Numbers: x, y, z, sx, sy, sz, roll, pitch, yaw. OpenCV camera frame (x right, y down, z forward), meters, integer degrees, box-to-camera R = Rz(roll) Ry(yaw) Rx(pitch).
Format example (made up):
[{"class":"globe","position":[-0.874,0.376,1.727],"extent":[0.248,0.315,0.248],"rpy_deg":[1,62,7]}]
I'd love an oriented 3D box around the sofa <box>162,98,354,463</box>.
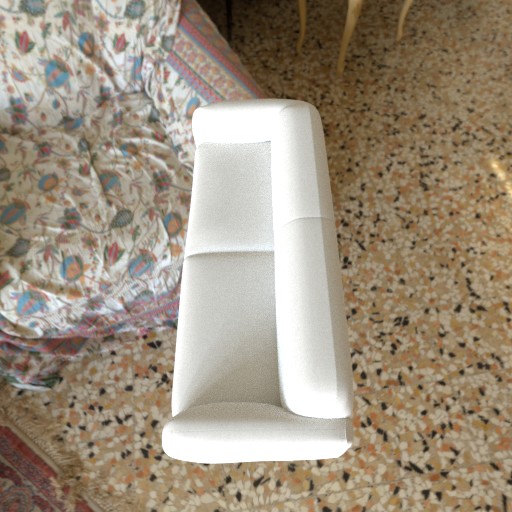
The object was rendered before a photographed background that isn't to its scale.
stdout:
[{"class":"sofa","position":[0.000,0.000,2.637],"extent":[0.880,0.780,2.257],"rpy_deg":[0,59,0]}]
